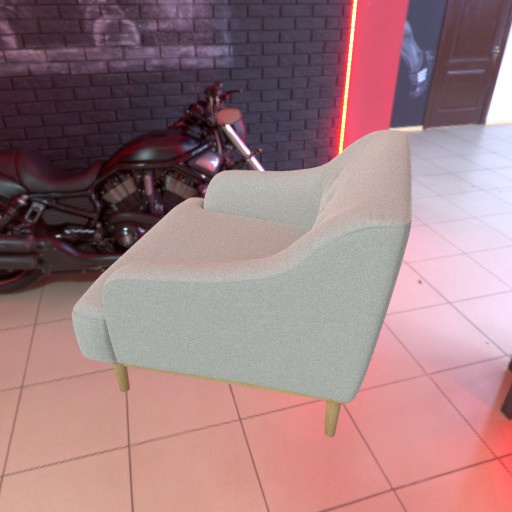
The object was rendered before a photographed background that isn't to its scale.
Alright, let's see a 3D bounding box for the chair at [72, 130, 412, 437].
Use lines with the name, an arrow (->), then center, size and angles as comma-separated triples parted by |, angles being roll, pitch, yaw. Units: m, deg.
chair -> 0.000, 0.000, 1.612 | 0.951, 0.818, 0.946 | 8, 32, 14
